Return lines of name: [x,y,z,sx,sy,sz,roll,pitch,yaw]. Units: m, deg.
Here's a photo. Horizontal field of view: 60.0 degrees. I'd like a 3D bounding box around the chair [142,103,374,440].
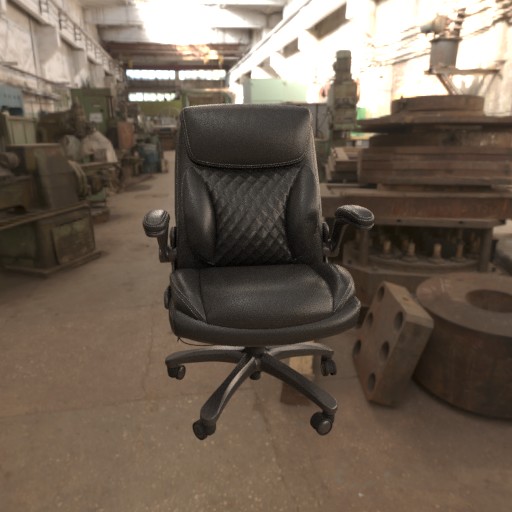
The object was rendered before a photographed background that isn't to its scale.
chair: [0.000,0.000,1.669,0.782,1.110,0.724,-2,17,-7]
